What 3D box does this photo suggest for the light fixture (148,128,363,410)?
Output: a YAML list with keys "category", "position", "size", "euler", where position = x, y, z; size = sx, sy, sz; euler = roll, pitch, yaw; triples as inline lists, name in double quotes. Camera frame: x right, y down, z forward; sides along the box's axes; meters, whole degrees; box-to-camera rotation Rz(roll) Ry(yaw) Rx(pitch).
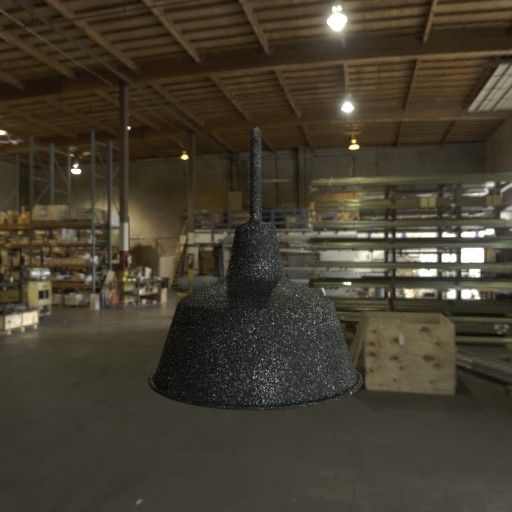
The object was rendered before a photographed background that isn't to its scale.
- category: "light fixture"
  position: [0.000, 0.000, 0.492]
  size: [0.216, 0.300, 0.283]
  euler: [0, -1, 1]
